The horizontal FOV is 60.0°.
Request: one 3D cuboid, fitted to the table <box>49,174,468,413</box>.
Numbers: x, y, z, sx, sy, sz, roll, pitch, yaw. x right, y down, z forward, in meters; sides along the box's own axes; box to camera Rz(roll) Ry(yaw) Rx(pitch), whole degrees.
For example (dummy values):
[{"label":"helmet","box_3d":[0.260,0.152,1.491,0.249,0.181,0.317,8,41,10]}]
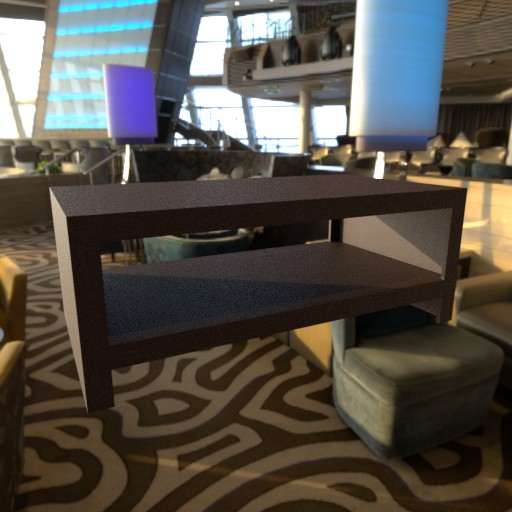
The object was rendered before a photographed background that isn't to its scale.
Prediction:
[{"label":"table","box_3d":[0.000,0.000,1.380,1.099,0.424,0.597,-7,17,-26]}]
